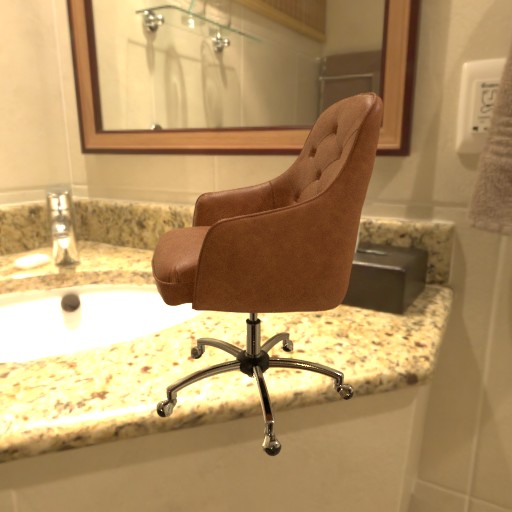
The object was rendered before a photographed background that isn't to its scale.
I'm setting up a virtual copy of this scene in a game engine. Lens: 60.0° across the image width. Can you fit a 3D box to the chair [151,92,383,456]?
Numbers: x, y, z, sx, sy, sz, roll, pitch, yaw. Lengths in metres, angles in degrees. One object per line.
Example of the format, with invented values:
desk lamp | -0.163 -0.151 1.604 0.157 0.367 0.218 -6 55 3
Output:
chair | 0.000 0.000 1.312 0.615 0.909 0.628 -2 15 -9
